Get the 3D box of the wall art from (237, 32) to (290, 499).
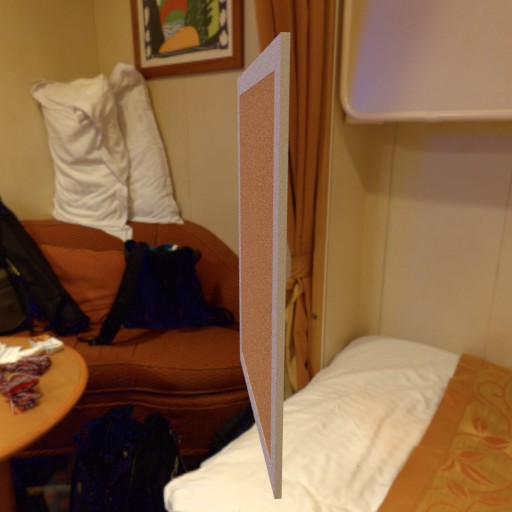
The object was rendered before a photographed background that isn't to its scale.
[{"bbox_3d":[0.000,0.000,0.816,0.011,0.659,0.454,-2,15,-8],"label":"wall art"}]
